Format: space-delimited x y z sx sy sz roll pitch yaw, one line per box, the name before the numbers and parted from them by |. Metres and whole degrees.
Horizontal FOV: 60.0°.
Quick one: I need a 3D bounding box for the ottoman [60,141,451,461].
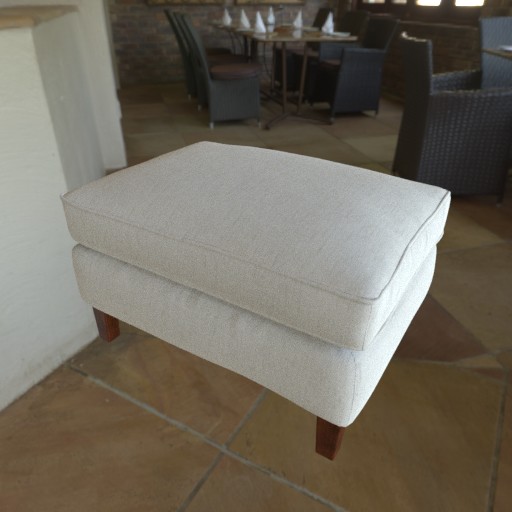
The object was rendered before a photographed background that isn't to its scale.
ottoman | 0.000 0.000 0.951 0.665 0.406 0.501 18 35 28
